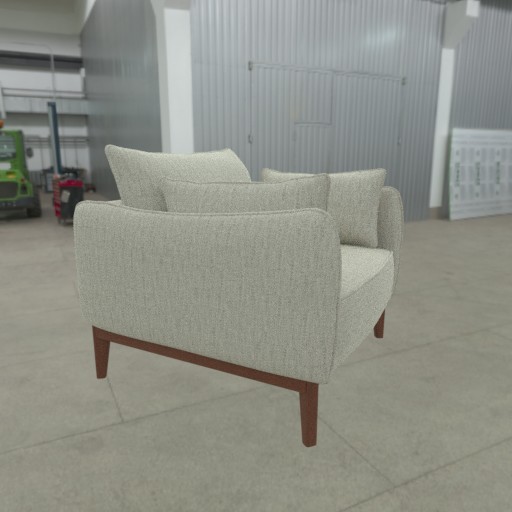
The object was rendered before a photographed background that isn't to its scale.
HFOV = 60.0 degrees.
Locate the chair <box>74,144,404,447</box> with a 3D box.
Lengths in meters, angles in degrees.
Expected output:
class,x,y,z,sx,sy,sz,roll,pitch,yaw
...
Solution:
class,x,y,z,sx,sy,sz,roll,pitch,yaw
chair,0.000,0.000,1.764,0.991,0.855,0.994,7,15,27
